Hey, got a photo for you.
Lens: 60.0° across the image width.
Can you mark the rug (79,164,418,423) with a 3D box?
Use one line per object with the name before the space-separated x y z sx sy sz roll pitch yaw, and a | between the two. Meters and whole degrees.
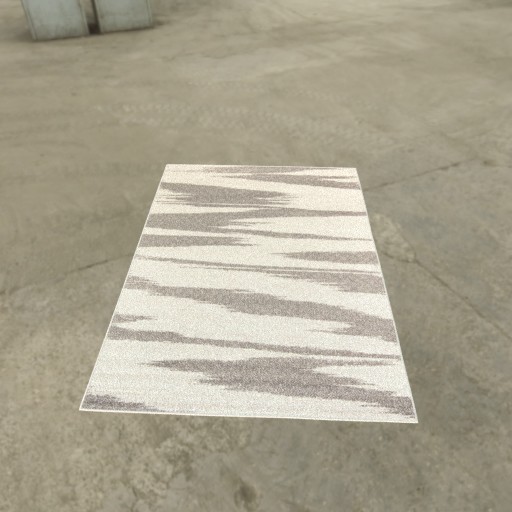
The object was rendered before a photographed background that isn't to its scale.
rug | 0.000 0.000 2.778 1.533 0.010 2.142 1 43 2
